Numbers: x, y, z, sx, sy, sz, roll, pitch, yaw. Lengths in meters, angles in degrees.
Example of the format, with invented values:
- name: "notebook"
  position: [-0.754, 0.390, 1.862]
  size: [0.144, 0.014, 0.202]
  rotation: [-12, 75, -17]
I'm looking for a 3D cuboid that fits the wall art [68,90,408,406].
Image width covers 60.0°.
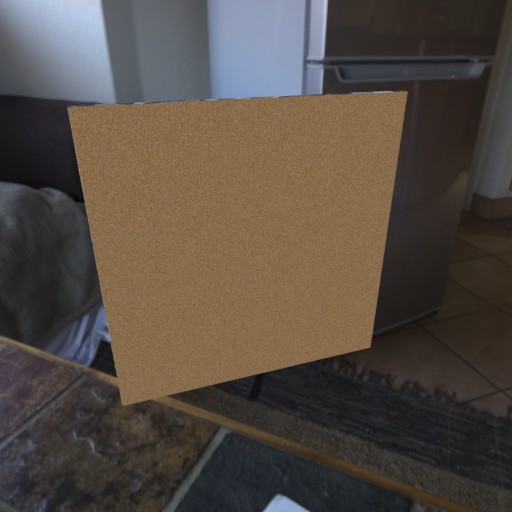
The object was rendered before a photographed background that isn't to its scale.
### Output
- name: "wall art"
  position: [0.000, 0.000, 0.600]
  size: [0.404, 0.406, 0.010]
  rotation: [-9, 28, -17]
